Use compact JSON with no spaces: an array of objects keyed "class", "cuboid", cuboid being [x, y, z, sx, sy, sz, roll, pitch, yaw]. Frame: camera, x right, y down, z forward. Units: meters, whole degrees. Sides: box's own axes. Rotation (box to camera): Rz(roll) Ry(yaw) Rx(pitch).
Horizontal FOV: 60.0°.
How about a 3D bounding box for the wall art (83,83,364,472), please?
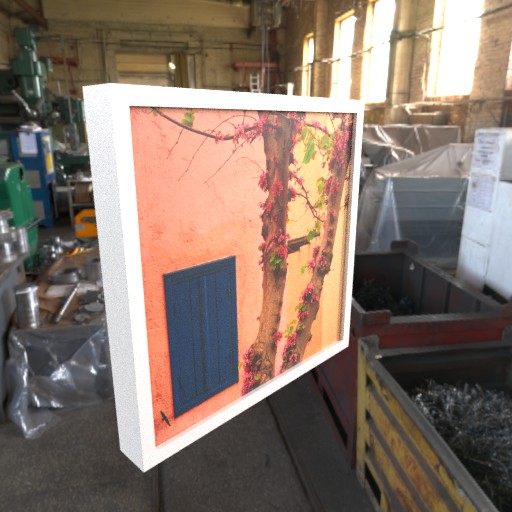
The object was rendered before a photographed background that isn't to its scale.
[{"class":"wall art","cuboid":[0.000,0.000,0.441,0.038,0.302,0.305,16,23,42]}]
